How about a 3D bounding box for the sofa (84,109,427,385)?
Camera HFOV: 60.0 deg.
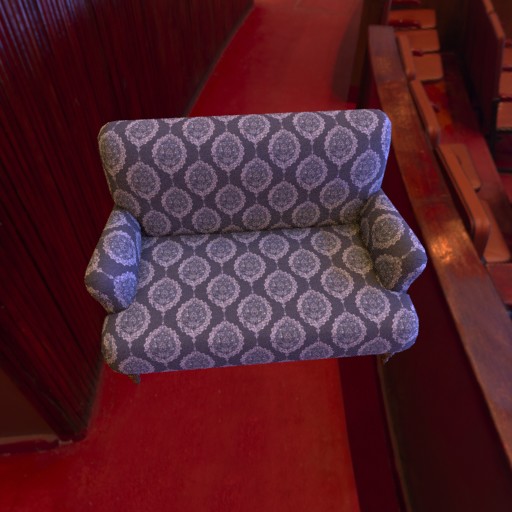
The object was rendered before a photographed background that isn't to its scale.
[{"bbox_3d":[0.000,0.000,1.842,1.297,0.867,0.779,-4,47,-4],"label":"sofa"}]
